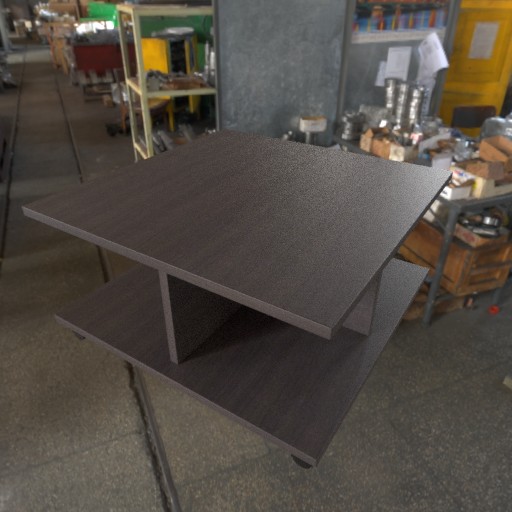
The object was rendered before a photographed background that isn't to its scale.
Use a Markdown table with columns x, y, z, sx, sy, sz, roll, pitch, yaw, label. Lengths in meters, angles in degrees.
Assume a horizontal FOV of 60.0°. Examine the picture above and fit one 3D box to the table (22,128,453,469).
| x | y | z | sx | sy | sz | roll | pitch | yaw | label |
| --- | --- | --- | --- | --- | --- | --- | --- | --- | --- |
| 0.000 | 0.000 | 1.193 | 0.762 | 0.396 | 0.762 | 19 | 36 | 28 | table |
